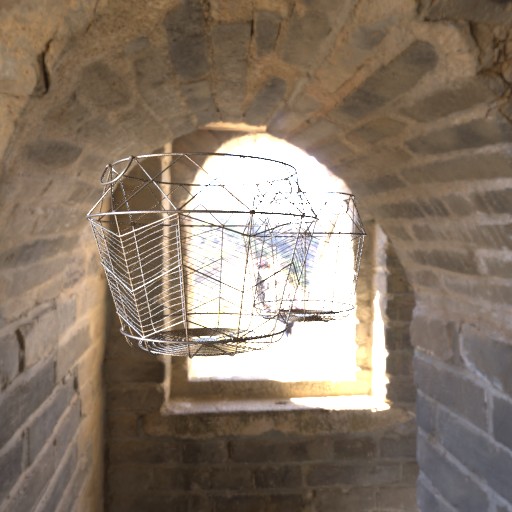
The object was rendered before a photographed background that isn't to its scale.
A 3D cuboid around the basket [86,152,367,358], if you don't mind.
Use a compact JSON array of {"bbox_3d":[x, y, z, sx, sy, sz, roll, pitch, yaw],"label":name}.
[{"bbox_3d":[0.000,0.000,1.036,0.451,0.343,0.805,1,1,34],"label":"basket"}]
